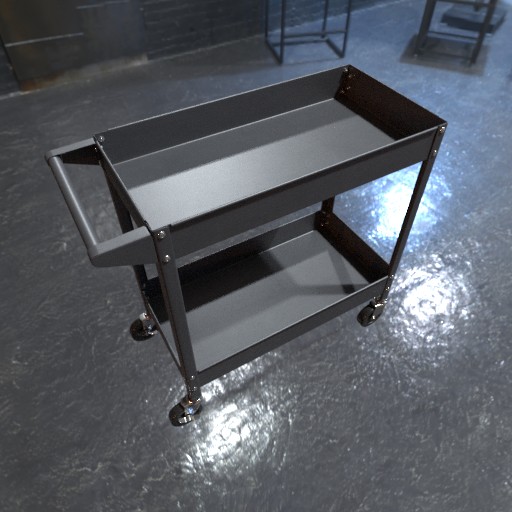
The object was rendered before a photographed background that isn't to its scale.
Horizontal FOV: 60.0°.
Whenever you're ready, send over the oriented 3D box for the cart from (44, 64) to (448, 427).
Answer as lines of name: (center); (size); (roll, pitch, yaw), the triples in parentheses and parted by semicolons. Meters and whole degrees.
cart: (0.000, 0.000, 1.164); (0.779, 0.719, 0.366); (-23, 51, -20)
